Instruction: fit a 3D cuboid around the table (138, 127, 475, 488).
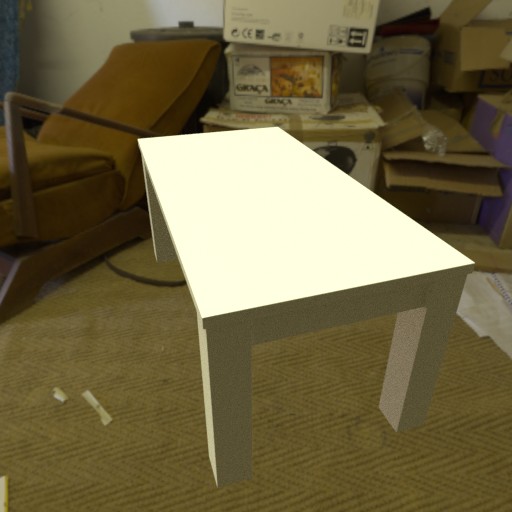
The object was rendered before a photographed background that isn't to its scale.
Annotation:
[{"bbox_3d":[0.000,0.000,2.247,0.900,0.790,1.800,-10,32,-16],"label":"table"}]
